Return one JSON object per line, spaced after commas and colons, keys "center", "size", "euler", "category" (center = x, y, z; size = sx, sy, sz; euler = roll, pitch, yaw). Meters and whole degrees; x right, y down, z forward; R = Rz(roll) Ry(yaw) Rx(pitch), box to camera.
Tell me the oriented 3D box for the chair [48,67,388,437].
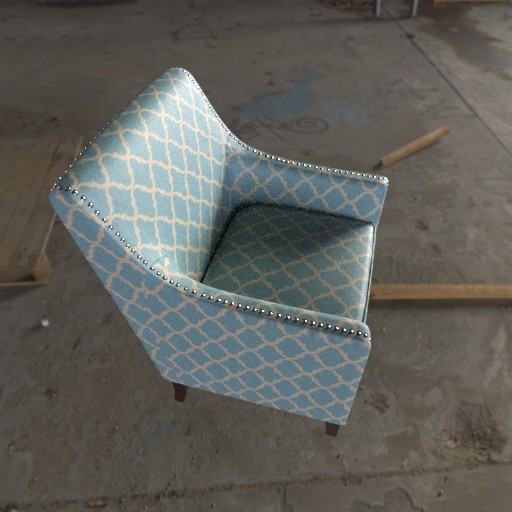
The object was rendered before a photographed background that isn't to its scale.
{"center": [0.000, 0.000, 1.279], "size": [0.686, 0.817, 0.617], "euler": [11, 47, 11], "category": "chair"}
